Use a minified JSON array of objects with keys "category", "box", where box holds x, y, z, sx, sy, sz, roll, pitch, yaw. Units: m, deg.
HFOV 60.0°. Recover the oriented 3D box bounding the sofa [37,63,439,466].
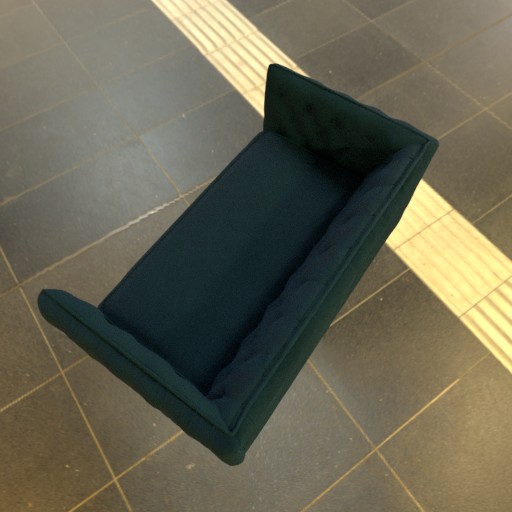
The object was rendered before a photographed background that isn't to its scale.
[{"category":"sofa","box":[0.000,0.000,2.078,0.909,0.810,1.583,32,67,16]}]
